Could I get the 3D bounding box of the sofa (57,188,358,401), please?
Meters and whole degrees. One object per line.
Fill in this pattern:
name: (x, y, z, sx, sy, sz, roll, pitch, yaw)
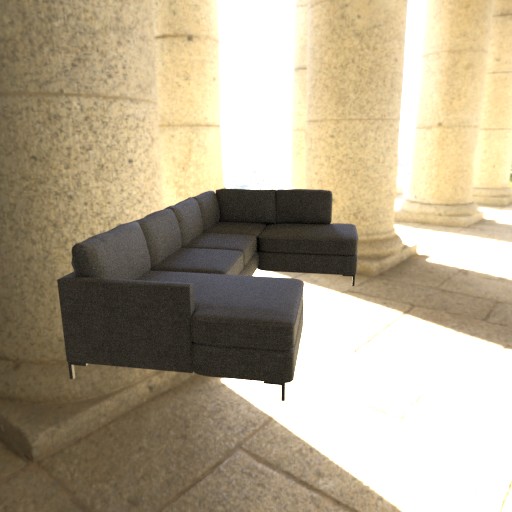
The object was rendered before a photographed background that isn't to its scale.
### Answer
sofa: (0.000, 0.000, 4.364, 2.048, 0.999, 3.423, 3, 15, 10)
